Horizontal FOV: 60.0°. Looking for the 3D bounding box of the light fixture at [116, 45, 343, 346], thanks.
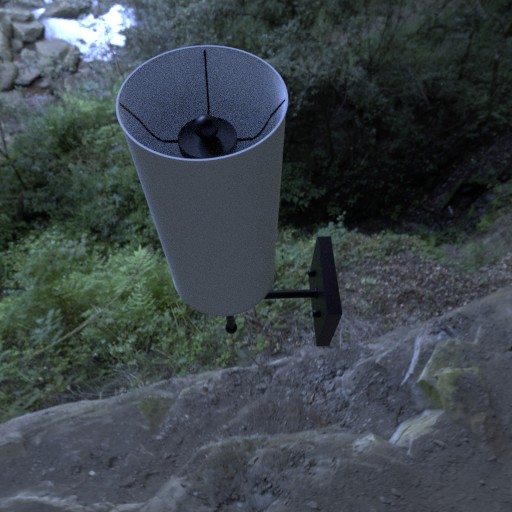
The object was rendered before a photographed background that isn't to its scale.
[{"bbox_3d":[0.000,0.000,0.529,0.208,0.462,0.128,-2,59,-1],"label":"light fixture"}]
